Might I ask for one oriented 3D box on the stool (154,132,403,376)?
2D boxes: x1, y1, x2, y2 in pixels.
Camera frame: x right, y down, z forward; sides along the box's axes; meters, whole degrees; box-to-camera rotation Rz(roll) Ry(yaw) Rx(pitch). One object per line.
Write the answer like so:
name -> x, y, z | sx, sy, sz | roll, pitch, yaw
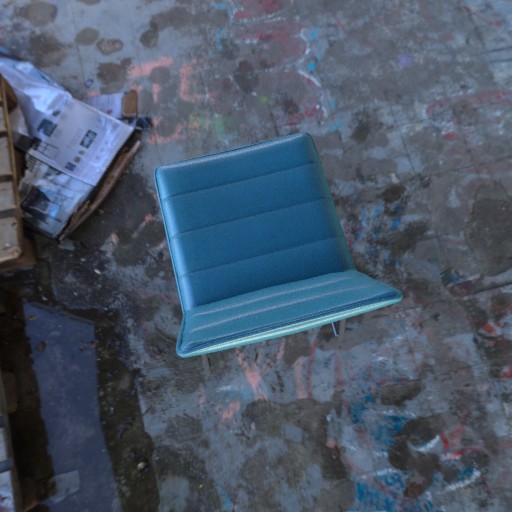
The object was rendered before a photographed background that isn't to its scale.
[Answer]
stool -> 0.000, 0.000, 1.187 | 0.489, 0.866, 0.524 | -14, 75, -4
